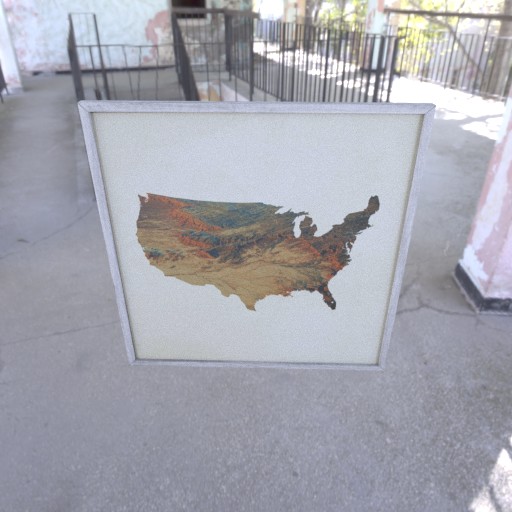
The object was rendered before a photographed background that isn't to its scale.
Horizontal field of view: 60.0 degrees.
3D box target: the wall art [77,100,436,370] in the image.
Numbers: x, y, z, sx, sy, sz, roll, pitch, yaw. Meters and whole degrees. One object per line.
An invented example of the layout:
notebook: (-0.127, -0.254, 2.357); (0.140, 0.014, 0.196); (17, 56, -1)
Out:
wall art: (0.000, 0.000, 0.760); (0.508, 0.507, 0.016); (1, 30, 1)
